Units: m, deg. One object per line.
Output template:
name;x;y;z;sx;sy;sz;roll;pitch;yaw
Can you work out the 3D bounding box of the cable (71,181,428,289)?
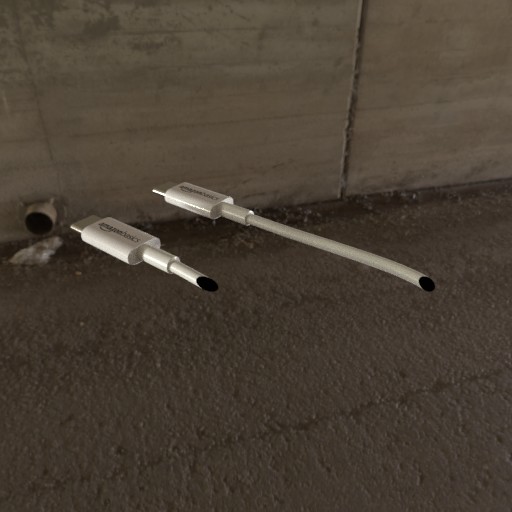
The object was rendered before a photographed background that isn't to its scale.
cable;0.000;0.000;0.110;0.098;0.005;0.041;22;39;30
